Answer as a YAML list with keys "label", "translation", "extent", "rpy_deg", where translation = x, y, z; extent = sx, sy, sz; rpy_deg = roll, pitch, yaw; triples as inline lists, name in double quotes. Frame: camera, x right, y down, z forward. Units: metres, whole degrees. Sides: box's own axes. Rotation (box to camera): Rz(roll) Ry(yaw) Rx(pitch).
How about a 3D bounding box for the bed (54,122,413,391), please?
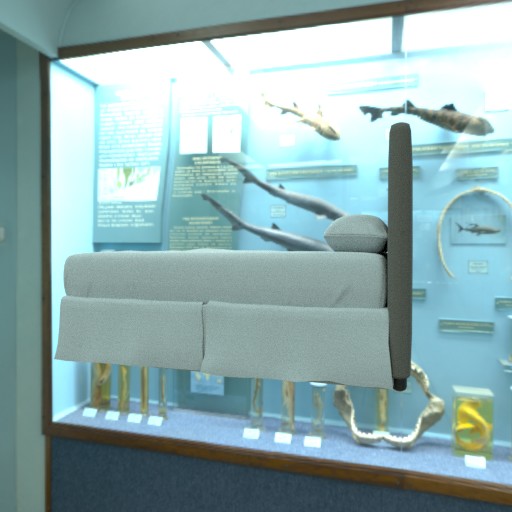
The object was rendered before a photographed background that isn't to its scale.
- label: "bed"
  translation: [0.000, 0.000, 3.237]
  extent: [2.142, 1.330, 1.748]
  rpy_deg: [0, 1, 19]
